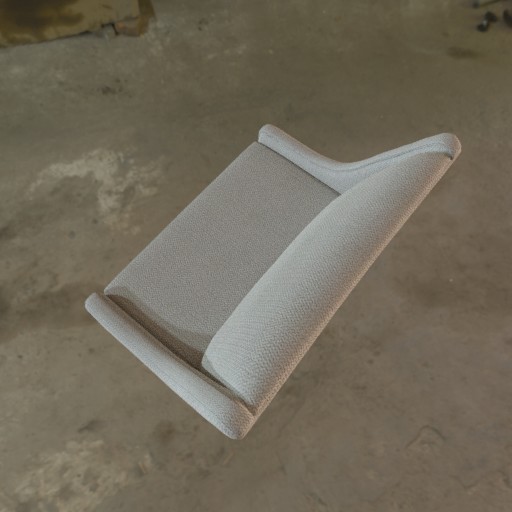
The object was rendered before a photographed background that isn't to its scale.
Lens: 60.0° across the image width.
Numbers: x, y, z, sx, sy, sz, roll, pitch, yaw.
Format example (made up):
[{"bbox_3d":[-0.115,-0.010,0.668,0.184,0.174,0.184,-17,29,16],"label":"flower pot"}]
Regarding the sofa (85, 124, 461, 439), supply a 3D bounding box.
[{"bbox_3d":[0.000,0.000,1.873,0.870,1.022,1.242,36,70,15],"label":"sofa"}]
